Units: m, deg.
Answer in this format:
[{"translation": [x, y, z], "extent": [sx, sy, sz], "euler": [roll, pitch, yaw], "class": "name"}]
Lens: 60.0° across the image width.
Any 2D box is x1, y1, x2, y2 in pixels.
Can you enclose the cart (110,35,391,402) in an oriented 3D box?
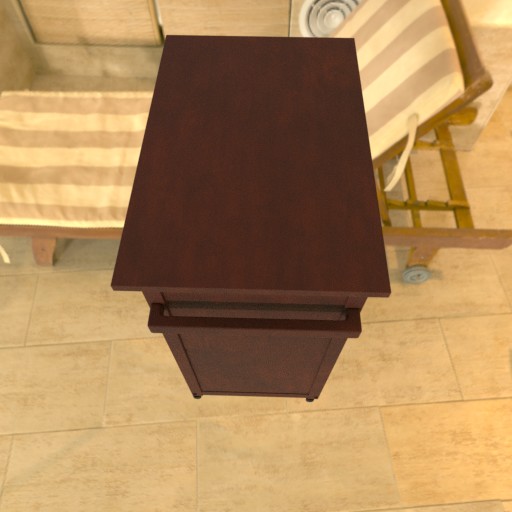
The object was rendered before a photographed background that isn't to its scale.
[{"translation": [0.000, 0.000, 1.233], "extent": [0.442, 0.864, 0.683], "euler": [1, 59, 1], "class": "cart"}]
